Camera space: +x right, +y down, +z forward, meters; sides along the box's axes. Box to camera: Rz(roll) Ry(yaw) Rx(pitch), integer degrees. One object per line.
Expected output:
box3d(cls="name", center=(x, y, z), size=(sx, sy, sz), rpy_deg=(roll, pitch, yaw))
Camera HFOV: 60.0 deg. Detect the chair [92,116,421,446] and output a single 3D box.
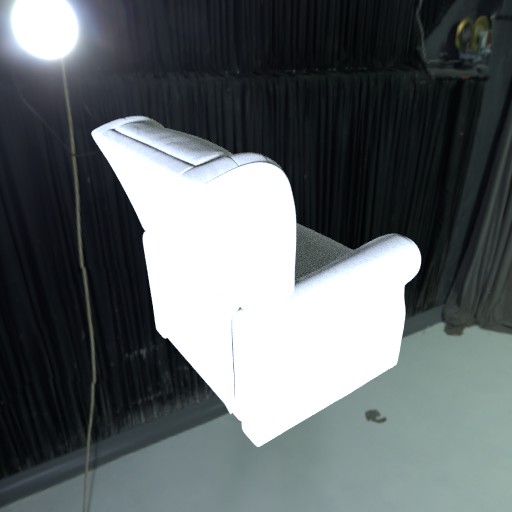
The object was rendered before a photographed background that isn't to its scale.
box3d(cls="chair", center=(0.000, 0.000, 1.650), size=(0.854, 0.967, 0.906), rpy_deg=(-17, 31, -31))
